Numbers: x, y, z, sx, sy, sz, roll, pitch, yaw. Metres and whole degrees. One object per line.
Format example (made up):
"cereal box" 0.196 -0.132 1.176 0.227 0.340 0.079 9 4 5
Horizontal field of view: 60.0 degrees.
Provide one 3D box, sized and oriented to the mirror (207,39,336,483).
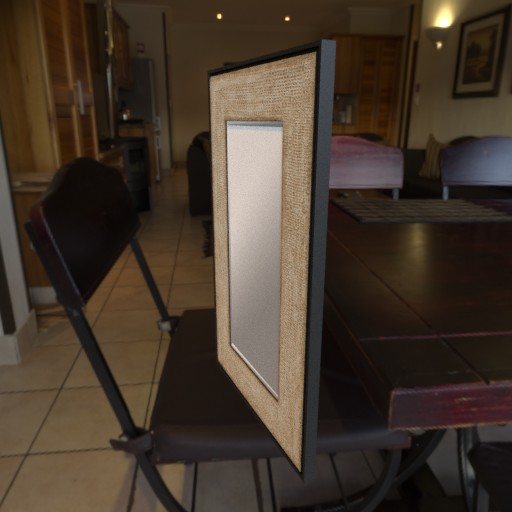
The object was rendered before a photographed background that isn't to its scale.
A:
"mirror" 0.000 0.000 1.494 0.038 1.219 0.762 -8 19 -24
